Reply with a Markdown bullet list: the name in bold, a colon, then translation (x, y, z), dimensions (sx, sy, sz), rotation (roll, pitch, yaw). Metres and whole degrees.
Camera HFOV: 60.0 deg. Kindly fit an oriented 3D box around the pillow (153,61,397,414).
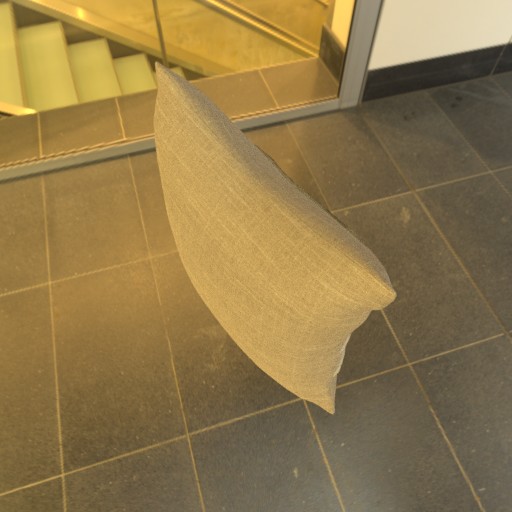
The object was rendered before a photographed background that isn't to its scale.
- **pillow**: translation (0.000, 0.000, 0.631), dimensions (0.169, 0.400, 0.424), rotation (-32, 63, -19)
